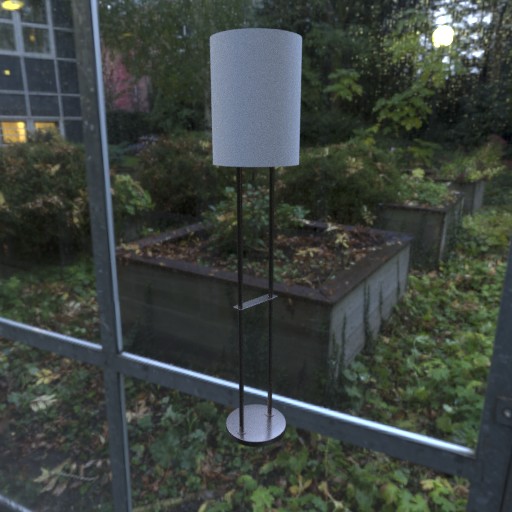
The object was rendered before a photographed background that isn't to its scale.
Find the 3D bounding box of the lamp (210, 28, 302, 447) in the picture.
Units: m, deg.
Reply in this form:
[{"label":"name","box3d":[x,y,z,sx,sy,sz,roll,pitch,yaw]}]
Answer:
[{"label":"lamp","box3d":[0.000,0.000,1.675,0.306,1.500,0.305,-15,21,-43]}]
